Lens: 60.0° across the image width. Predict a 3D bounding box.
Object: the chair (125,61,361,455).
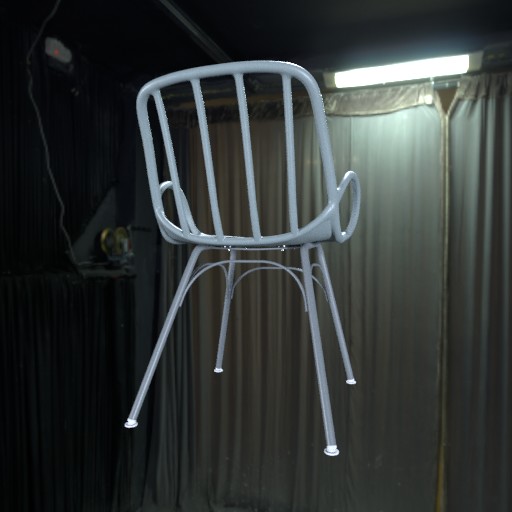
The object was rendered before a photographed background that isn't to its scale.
[{"bbox_3d":[0.000,0.000,1.220,0.549,0.816,0.597,0,0,18],"label":"chair"}]
